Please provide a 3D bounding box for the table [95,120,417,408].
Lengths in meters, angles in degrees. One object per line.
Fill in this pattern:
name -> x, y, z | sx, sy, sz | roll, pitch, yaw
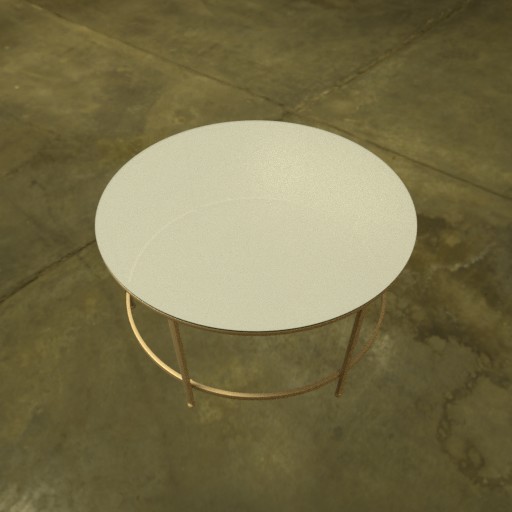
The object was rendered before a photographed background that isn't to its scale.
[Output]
table -> 0.000, 0.000, 1.458 | 0.914, 0.470, 0.914 | 0, 46, 0
